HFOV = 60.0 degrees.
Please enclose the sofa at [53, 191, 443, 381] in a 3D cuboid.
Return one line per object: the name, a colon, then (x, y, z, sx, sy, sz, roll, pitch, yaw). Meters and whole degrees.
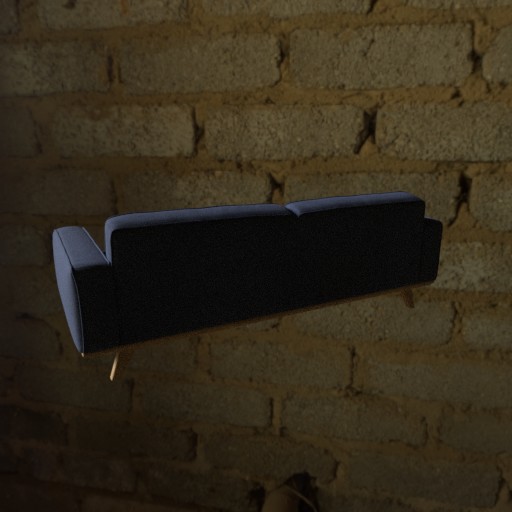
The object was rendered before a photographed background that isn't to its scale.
sofa: (0.000, 0.000, 2.780, 2.270, 0.782, 0.953, -8, 17, -27)
